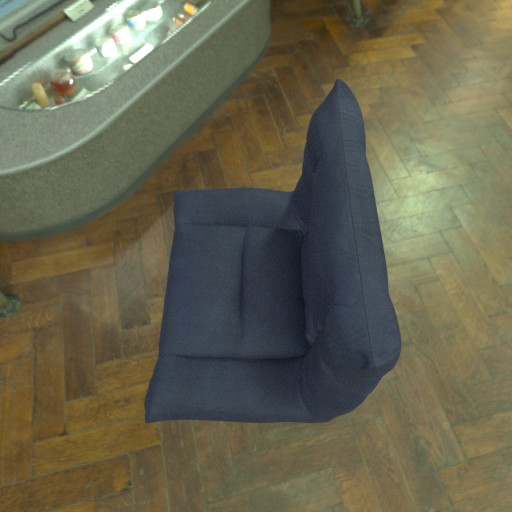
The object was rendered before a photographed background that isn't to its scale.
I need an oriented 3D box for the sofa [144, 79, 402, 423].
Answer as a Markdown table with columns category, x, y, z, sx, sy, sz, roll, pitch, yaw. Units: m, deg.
| category | x | y | z | sx | sy | sz | roll | pitch | yaw |
| --- | --- | --- | --- | --- | --- | --- | --- | --- | --- |
| sofa | 0.000 | 0.000 | 1.712 | 0.849 | 0.778 | 1.122 | 0 | 58 | 0 |
